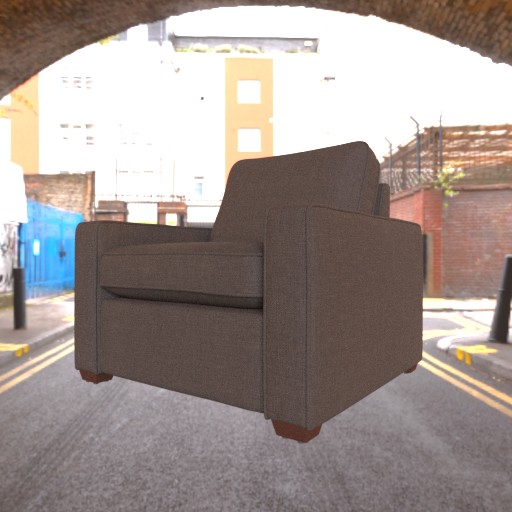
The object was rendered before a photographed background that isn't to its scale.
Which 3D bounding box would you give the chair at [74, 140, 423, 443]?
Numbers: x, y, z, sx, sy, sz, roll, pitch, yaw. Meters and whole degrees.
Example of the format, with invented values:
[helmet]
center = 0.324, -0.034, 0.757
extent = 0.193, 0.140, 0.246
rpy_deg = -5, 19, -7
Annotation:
[chair]
center = 0.000, 0.000, 1.696
extent = 1.017, 0.919, 0.940
rpy_deg = 0, 0, 36
